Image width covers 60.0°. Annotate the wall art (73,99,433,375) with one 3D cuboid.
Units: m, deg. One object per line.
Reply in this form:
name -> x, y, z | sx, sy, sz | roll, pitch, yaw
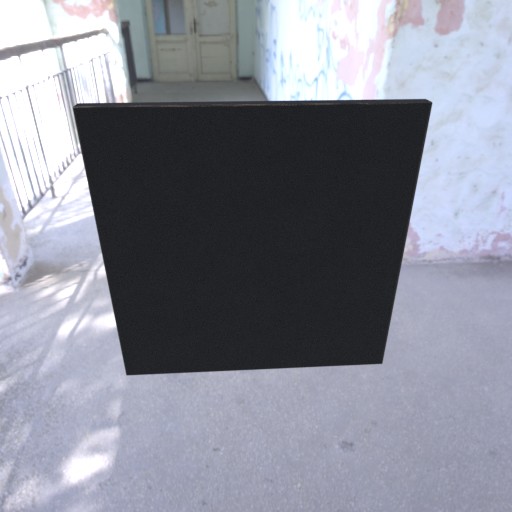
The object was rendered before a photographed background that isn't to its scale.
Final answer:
wall art -> 0.000, 0.000, 0.456 | 0.304, 0.303, 0.015 | -2, 30, -3
